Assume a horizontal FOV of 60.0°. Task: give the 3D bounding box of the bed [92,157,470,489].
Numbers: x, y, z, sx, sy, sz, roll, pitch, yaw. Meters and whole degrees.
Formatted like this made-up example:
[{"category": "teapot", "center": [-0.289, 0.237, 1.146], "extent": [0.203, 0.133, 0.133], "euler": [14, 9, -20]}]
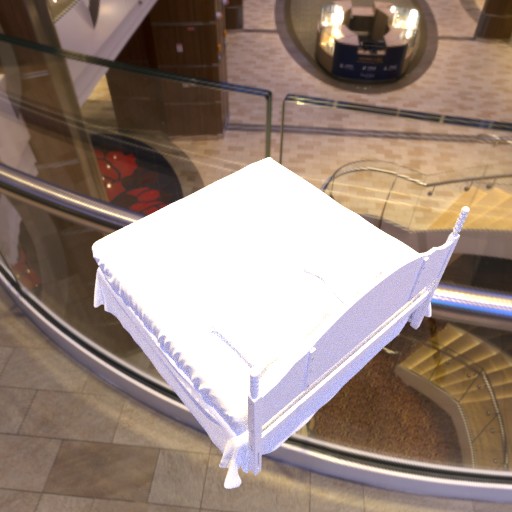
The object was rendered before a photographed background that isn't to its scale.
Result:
[{"category": "bed", "center": [0.000, 0.000, 3.583], "extent": [2.322, 1.355, 2.219], "euler": [-32, 54, -27]}]
